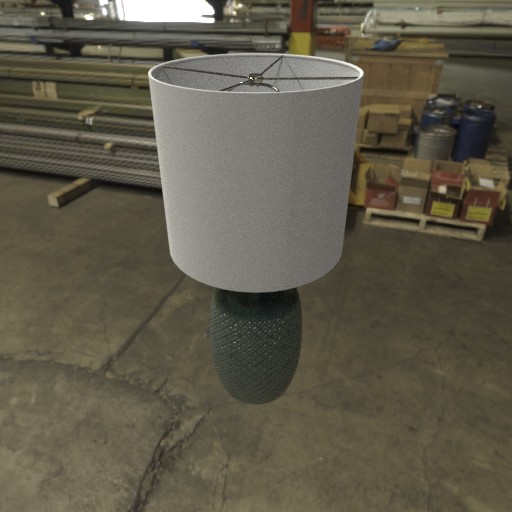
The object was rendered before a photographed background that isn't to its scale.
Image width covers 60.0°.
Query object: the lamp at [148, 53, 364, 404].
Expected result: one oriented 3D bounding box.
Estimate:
[{"bbox_3d":[0.000,0.000,0.575,0.217,0.453,0.217,10,34,15],"label":"lamp"}]
